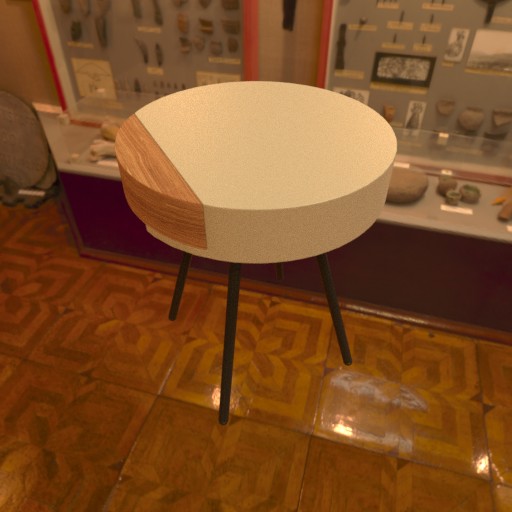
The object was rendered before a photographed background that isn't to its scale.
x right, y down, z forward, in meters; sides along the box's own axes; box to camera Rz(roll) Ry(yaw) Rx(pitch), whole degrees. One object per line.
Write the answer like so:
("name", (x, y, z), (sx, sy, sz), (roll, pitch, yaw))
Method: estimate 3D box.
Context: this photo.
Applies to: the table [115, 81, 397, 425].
("table", (0.000, 0.000, 0.870), (0.450, 0.525, 0.450), (0, 41, 0))
